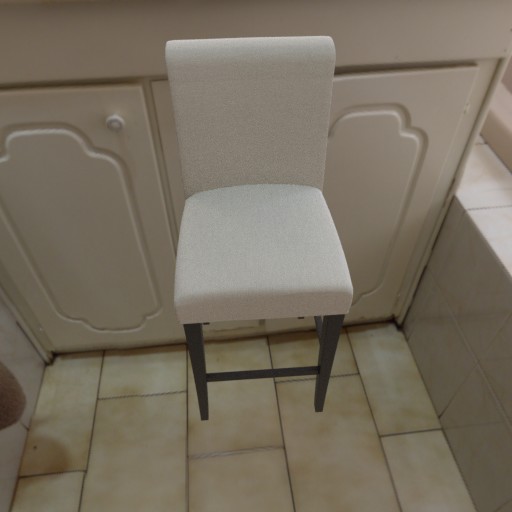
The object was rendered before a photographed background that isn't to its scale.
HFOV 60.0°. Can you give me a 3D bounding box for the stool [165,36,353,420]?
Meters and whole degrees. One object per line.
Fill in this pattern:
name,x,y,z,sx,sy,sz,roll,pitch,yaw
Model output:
stool,0.000,0.000,1.400,0.452,1.124,0.597,-3,46,-3
